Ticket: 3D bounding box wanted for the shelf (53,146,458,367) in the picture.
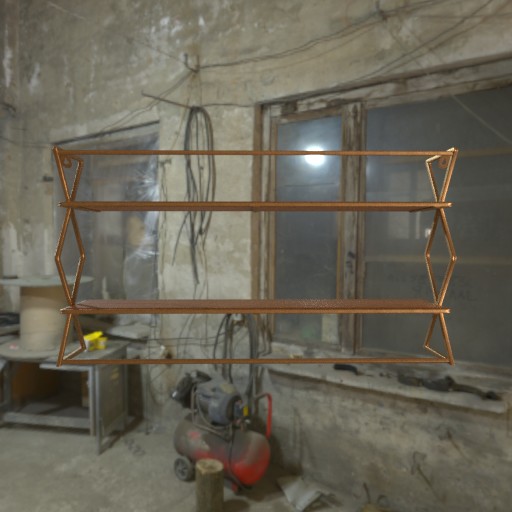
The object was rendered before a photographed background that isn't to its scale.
[{"bbox_3d":[0.000,0.000,0.980,0.822,0.450,0.150,0,2,-1],"label":"shelf"}]
